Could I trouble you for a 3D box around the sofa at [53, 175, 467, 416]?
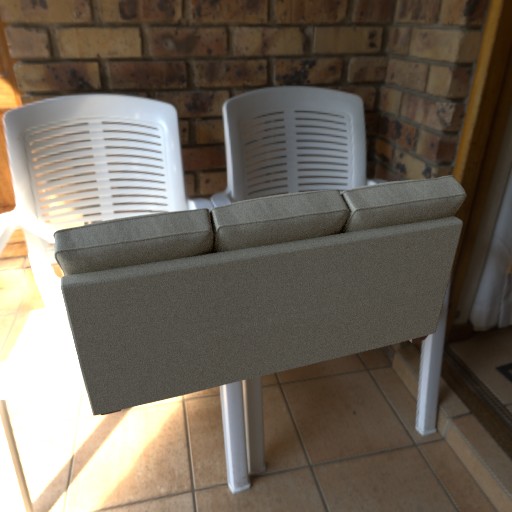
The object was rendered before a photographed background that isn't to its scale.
[{"bbox_3d":[0.000,0.000,2.536,1.962,0.973,1.027,-9,30,-16],"label":"sofa"}]
